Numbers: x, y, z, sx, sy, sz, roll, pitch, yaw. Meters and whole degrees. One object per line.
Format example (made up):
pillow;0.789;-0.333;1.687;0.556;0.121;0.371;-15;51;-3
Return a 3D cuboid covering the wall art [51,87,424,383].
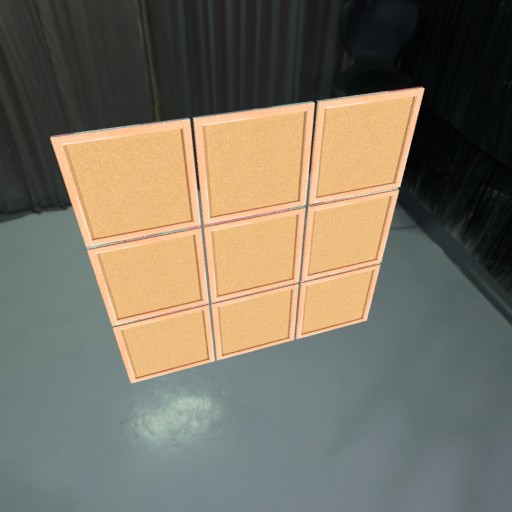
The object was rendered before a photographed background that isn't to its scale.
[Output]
wall art;0.000;0.000;1.340;0.911;0.910;0.012;-12;43;-14
